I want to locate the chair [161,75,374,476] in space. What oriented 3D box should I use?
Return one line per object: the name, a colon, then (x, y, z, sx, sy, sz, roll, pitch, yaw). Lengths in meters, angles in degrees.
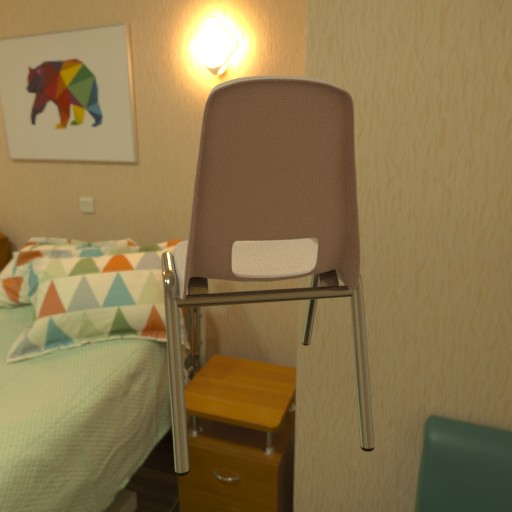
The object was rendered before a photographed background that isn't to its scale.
chair: (0.000, 0.000, 0.834, 0.354, 0.586, 0.423, -3, 15, -10)
